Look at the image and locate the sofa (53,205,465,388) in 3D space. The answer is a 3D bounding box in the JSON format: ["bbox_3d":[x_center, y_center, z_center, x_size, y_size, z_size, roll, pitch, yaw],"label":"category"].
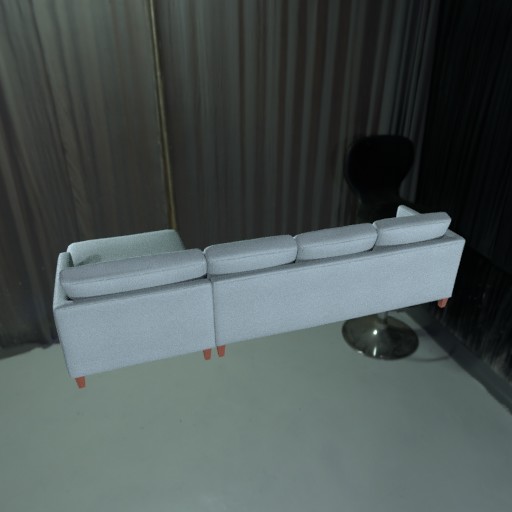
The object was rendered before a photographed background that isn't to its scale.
[{"bbox_3d":[0.000,0.000,4.236,3.471,0.950,1.604,-9,29,-17],"label":"sofa"}]
